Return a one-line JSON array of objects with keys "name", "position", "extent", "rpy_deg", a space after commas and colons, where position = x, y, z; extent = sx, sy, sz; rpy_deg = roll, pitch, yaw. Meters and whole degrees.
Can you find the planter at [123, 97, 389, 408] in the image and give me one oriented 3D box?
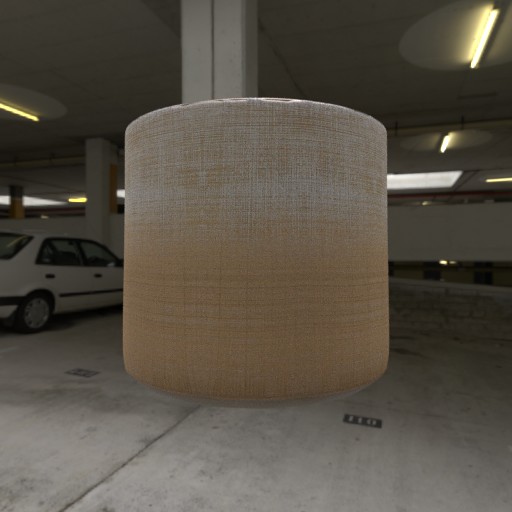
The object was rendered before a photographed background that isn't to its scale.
[{"name": "planter", "position": [0.000, 0.000, 0.383], "extent": [0.221, 0.201, 0.221], "rpy_deg": [0, 0, 0]}]
